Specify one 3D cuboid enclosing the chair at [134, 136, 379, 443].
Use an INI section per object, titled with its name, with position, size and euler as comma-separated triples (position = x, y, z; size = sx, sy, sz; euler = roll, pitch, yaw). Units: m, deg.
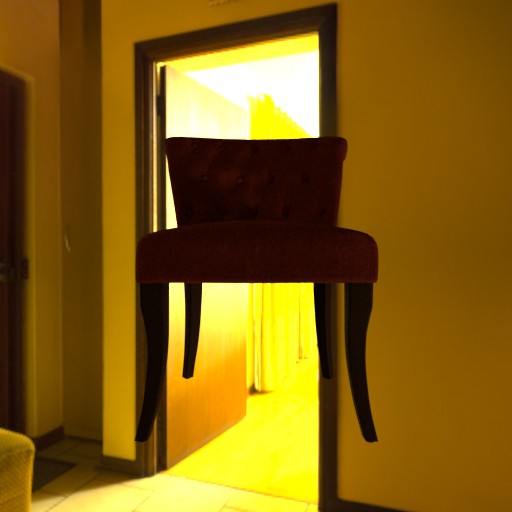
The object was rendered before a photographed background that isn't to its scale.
[chair]
position = 0.000, 0.000, 1.188
size = 0.582, 0.750, 0.605
euler = 0, 1, 0
